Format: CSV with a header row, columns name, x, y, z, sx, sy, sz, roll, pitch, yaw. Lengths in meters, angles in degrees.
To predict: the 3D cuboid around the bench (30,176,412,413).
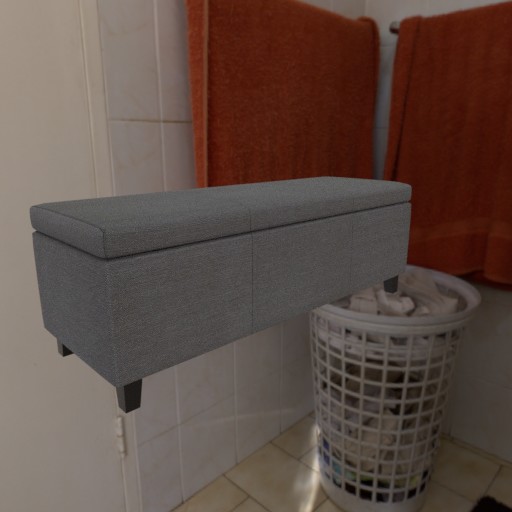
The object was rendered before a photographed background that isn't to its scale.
name,x,y,z,sx,sy,sz,roll,pitch,yaw
bench,0.000,0.000,1.477,1.269,0.438,0.446,-14,20,-42
